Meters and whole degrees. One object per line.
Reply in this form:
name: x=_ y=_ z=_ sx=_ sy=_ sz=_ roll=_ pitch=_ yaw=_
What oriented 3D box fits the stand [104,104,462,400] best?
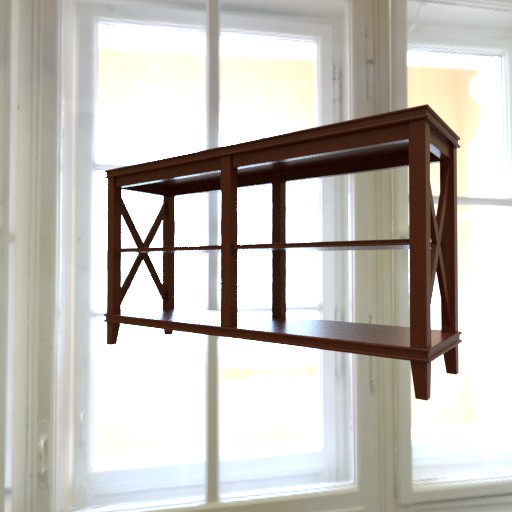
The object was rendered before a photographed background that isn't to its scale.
stand: x=0.000 y=0.000 z=1.688 sx=1.372 sy=0.762 sz=0.381 roll=-1 pitch=-1 yaw=36
